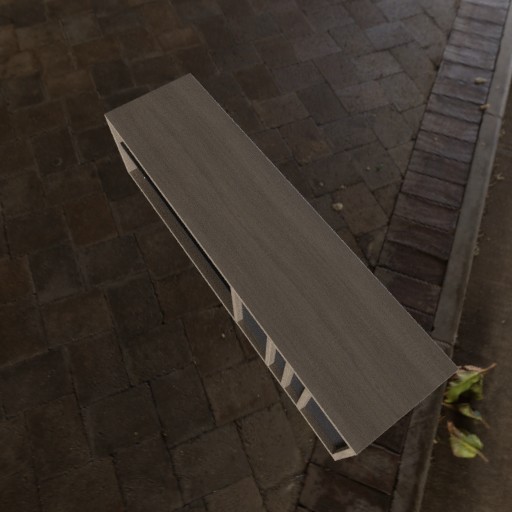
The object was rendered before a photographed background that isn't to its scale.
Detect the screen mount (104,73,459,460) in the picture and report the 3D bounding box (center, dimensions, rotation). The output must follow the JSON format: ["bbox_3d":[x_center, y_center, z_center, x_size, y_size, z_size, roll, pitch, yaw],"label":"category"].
[{"bbox_3d":[0.000,0.000,1.744,0.401,0.509,1.500,-32,68,-15],"label":"screen mount"}]
